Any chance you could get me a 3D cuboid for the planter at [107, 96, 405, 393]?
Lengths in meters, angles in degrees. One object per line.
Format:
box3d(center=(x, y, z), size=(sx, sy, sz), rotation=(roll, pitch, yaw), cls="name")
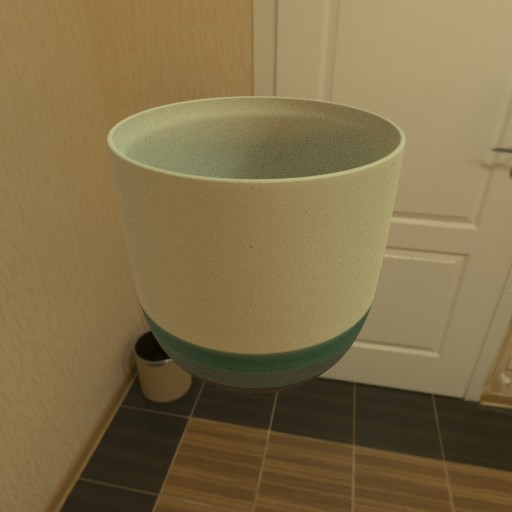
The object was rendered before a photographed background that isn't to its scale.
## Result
box3d(center=(0.000, 0.000, 0.369), size=(0.204, 0.214, 0.204), rotation=(0, 31, 0), cls="planter")
